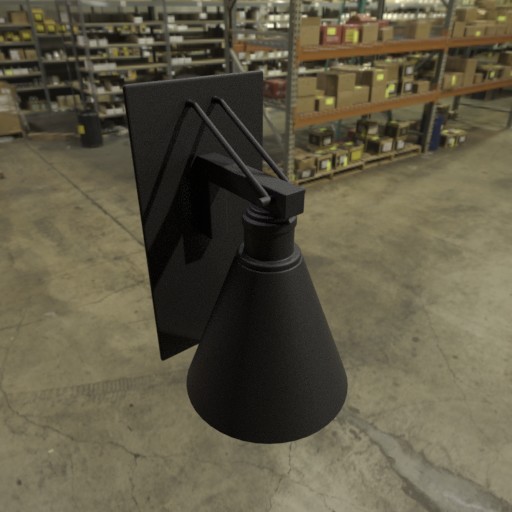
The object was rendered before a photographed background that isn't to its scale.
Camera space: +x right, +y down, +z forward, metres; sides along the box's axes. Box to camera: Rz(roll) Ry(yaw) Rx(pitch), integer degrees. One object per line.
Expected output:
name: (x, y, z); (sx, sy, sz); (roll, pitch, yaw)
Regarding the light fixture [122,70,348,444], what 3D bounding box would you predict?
light fixture: (0.000, 0.000, 0.417); (0.170, 0.298, 0.207); (-21, 36, -33)
